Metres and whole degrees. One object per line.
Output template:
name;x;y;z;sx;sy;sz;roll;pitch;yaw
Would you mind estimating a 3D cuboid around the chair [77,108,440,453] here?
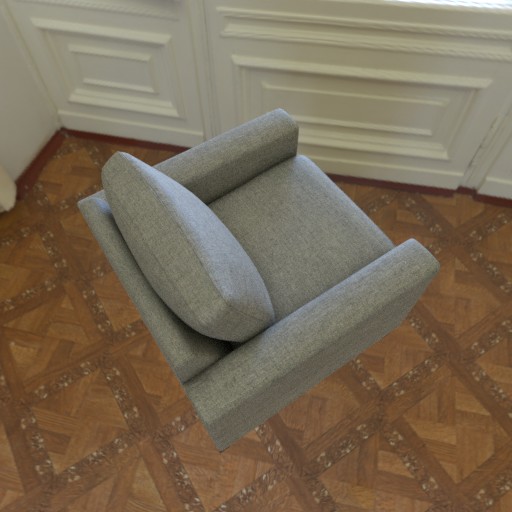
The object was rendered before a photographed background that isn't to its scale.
chair;0.000;0.000;1.847;1.038;1.010;1.024;-30;63;-17
